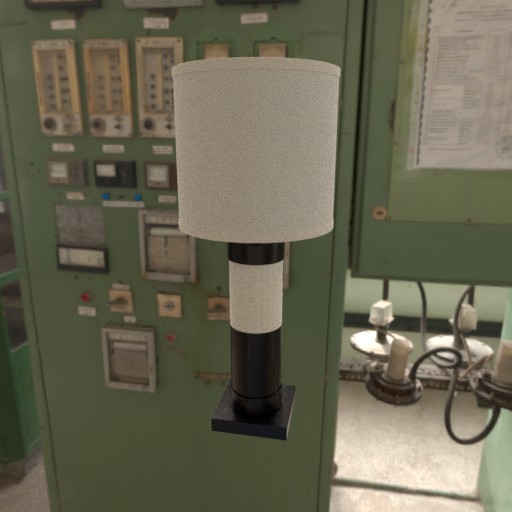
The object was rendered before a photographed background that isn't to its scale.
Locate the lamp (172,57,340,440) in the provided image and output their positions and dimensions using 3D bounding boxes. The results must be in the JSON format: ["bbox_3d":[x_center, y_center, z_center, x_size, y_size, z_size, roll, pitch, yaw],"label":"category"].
[{"bbox_3d":[0.000,0.000,0.625,0.211,0.509,0.211,3,16,11],"label":"lamp"}]
